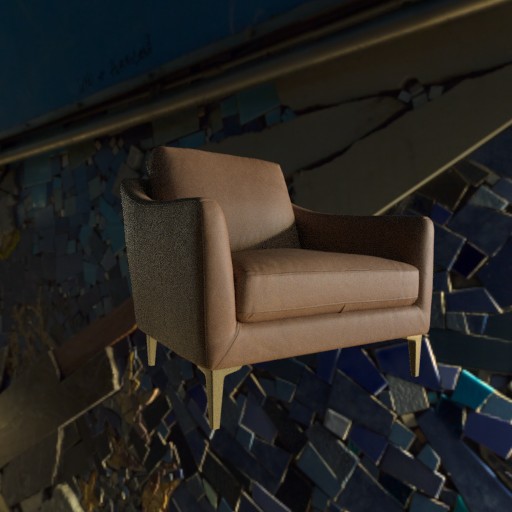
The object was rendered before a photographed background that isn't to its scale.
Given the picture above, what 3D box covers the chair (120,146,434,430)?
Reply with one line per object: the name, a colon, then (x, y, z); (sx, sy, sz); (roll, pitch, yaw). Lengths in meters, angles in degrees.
chair: (0.000, 0.000, 1.745); (0.988, 0.895, 0.963); (0, 0, -35)
